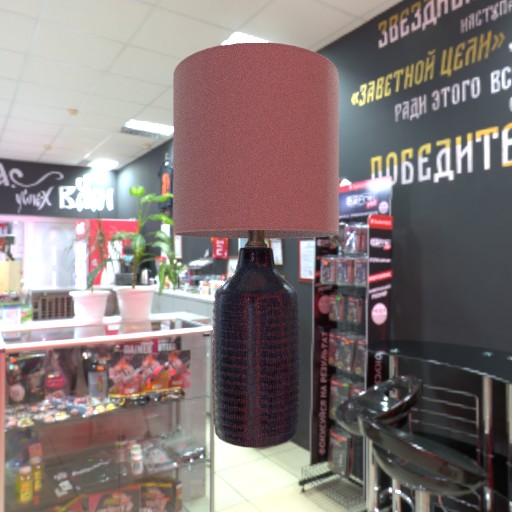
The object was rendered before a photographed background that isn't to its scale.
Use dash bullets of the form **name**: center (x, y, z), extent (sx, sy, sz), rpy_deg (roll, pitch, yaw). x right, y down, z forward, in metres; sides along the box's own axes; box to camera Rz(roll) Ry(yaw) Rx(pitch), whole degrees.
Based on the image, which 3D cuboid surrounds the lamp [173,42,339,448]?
- **lamp**: center (0.000, 0.000, 0.601), extent (0.220, 0.475, 0.220), rpy_deg (0, 0, 0)
